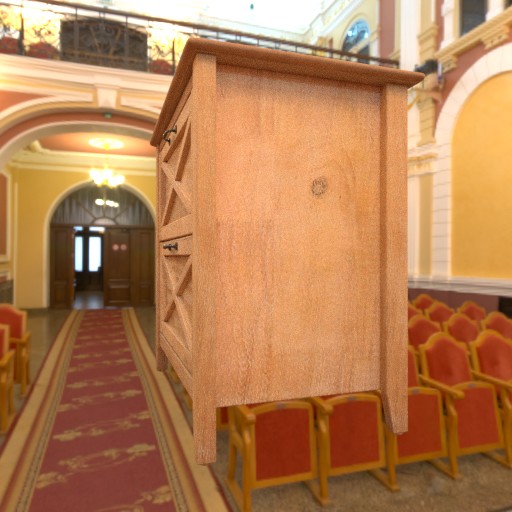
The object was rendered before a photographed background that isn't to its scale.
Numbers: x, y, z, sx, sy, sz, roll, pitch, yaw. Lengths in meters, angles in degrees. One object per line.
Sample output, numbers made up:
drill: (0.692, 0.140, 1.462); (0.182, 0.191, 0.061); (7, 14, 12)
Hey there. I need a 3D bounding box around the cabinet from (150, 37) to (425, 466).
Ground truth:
cabinet: (0.000, 0.000, 1.207); (0.503, 0.762, 0.763); (0, 0, -18)
